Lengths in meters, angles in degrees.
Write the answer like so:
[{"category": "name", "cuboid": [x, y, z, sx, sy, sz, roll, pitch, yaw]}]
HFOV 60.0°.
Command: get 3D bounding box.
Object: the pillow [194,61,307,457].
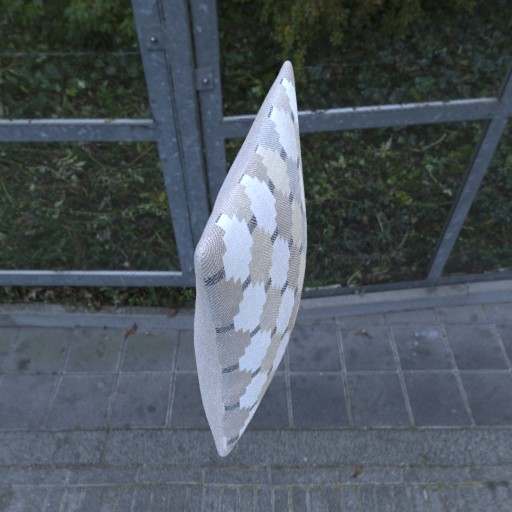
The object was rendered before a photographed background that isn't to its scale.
[{"category": "pillow", "cuboid": [0.000, 0.000, 0.860, 0.192, 0.558, 0.578, 9, 46, 9]}]
